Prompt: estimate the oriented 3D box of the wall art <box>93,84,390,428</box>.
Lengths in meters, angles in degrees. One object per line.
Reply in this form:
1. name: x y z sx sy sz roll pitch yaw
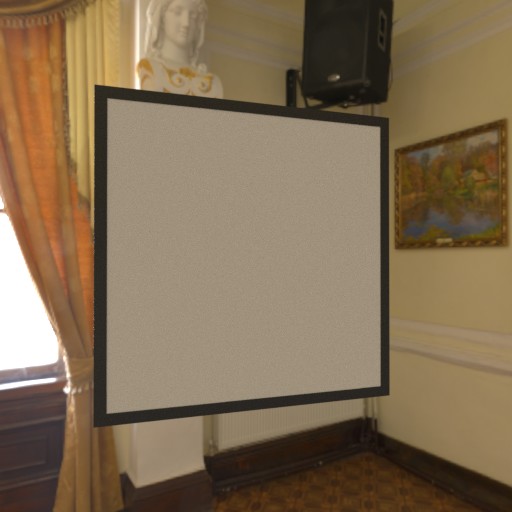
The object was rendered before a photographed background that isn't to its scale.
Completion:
1. wall art: 0.000 0.000 1.175 0.807 0.807 0.022 0 0 -18
